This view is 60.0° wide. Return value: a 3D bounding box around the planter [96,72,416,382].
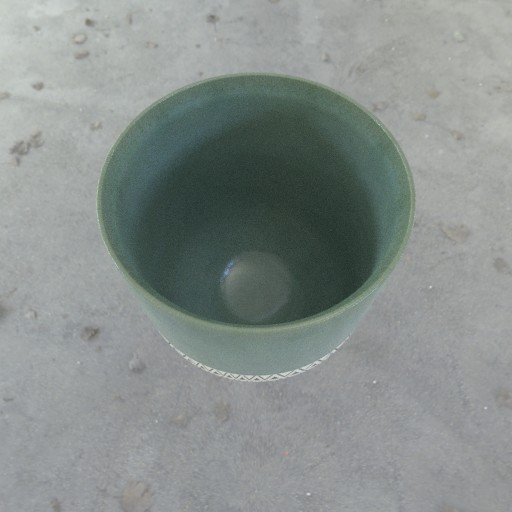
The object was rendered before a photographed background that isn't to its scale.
[{"bbox_3d":[0.000,0.000,0.490,0.266,0.270,0.266,0,62,0],"label":"planter"}]
